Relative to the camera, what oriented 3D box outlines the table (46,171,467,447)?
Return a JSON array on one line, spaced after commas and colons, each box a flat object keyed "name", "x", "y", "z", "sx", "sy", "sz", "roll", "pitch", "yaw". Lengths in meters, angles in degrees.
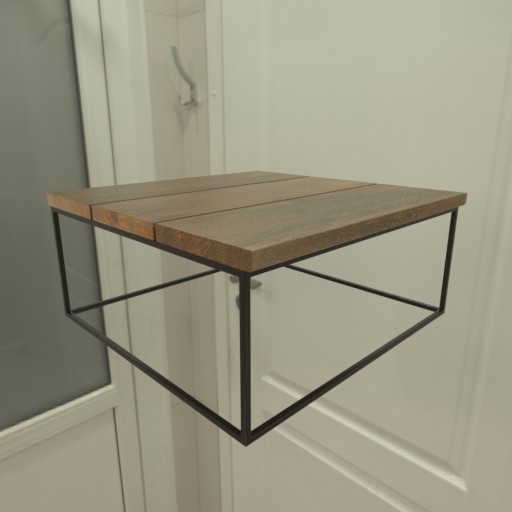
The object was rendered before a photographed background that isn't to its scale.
[{"name": "table", "x": 0.000, "y": 0.000, "z": 1.396, "sx": 0.900, "sy": 0.400, "sz": 0.900, "roll": -16, "pitch": 23, "yaw": -42}]
